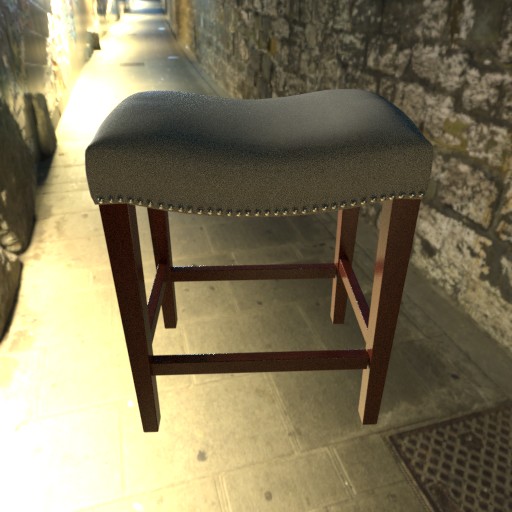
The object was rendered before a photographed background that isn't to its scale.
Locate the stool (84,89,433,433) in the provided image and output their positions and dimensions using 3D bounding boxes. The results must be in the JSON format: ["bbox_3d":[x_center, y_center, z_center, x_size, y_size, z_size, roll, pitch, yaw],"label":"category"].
[{"bbox_3d":[0.000,0.000,0.926,0.509,0.632,0.375,-1,31,-2],"label":"stool"}]
